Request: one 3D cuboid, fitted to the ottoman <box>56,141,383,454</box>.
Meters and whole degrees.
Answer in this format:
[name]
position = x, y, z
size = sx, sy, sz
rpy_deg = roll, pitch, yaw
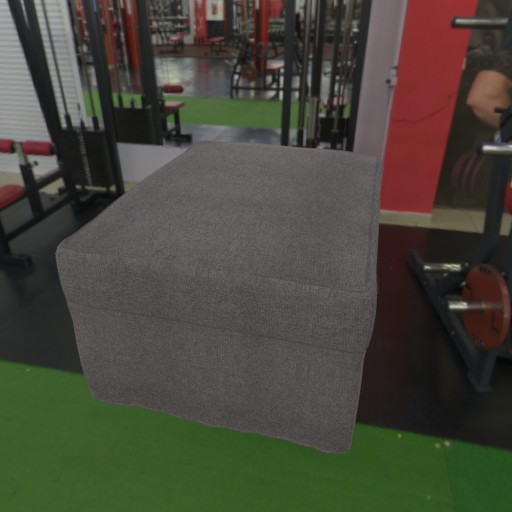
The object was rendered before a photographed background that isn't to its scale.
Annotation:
[ottoman]
position = 0.000, 0.000, 1.251
size = 0.652, 0.492, 0.833
rpy_deg = 8, 31, 13
